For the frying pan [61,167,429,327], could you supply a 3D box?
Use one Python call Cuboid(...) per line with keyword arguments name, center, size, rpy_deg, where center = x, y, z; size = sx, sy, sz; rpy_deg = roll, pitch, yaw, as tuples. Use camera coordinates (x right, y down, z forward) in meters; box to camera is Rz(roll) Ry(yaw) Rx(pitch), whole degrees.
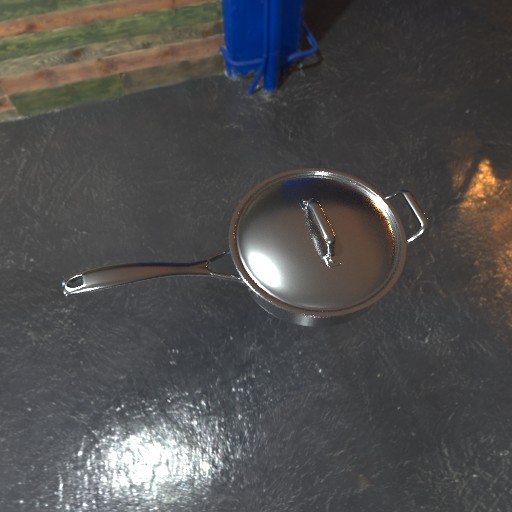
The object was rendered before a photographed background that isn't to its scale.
Cuboid(name="frying pan", center=(0.000, 0.000, 0.612), size=(0.492, 0.111, 0.245), rpy_deg=(-15, 61, -9))
